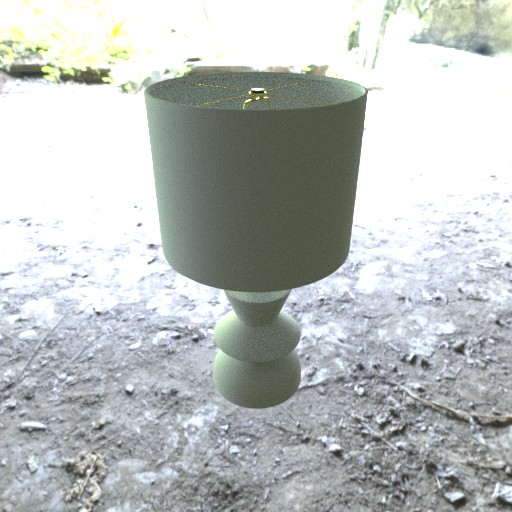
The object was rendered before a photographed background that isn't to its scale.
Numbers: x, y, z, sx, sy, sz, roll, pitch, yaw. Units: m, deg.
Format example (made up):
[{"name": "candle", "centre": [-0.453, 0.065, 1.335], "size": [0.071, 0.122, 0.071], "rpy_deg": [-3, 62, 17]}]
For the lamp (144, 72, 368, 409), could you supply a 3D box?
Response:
[{"name": "lamp", "centre": [0.000, 0.000, 0.739], "size": [0.301, 0.533, 0.301], "rpy_deg": [22, 36, 33]}]
